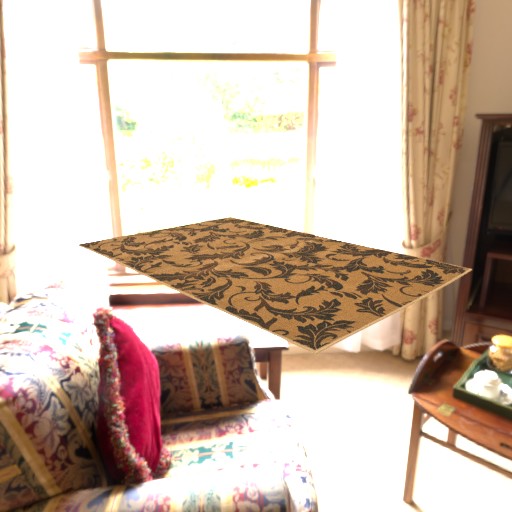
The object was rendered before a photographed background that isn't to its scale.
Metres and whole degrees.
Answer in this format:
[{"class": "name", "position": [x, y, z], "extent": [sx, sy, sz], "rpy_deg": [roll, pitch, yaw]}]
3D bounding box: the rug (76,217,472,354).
[{"class": "rug", "position": [0.000, 0.000, 3.000], "extent": [1.522, 0.008, 2.284], "rpy_deg": [-15, 22, -42]}]
